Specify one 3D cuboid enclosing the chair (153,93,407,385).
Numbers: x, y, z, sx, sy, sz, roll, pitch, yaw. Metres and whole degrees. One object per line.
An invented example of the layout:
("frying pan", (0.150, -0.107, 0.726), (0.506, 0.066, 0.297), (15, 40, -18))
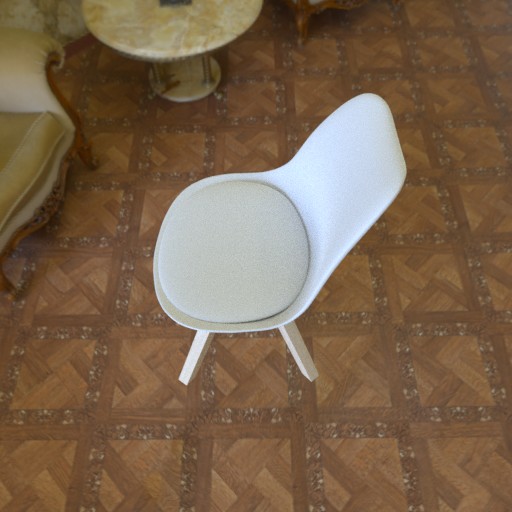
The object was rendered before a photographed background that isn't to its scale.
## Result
("chair", (0.000, 0.000, 1.202), (0.550, 0.850, 0.485), (-1, 58, -1))
